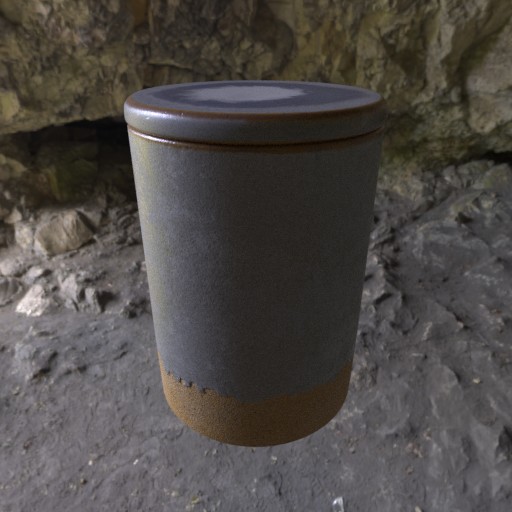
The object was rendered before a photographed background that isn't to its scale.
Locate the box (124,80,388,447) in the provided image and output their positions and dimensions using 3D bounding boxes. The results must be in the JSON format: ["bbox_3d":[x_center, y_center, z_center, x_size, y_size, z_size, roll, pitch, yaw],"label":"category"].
[{"bbox_3d":[0.000,0.000,0.240,0.118,0.168,0.118,0,27,0],"label":"box"}]
